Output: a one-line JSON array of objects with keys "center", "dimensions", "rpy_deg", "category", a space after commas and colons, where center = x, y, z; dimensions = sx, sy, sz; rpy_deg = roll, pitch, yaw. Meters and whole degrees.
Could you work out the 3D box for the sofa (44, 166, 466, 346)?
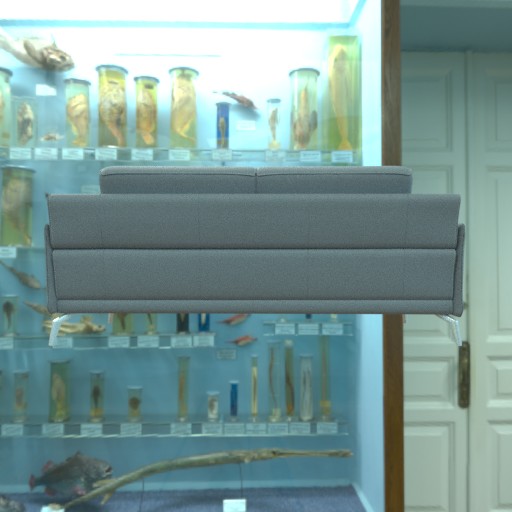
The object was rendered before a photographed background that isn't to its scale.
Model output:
[{"center": [0.000, 0.000, 2.587], "dimensions": [2.100, 0.900, 0.969], "rpy_deg": [0, -1, 0], "category": "sofa"}]
